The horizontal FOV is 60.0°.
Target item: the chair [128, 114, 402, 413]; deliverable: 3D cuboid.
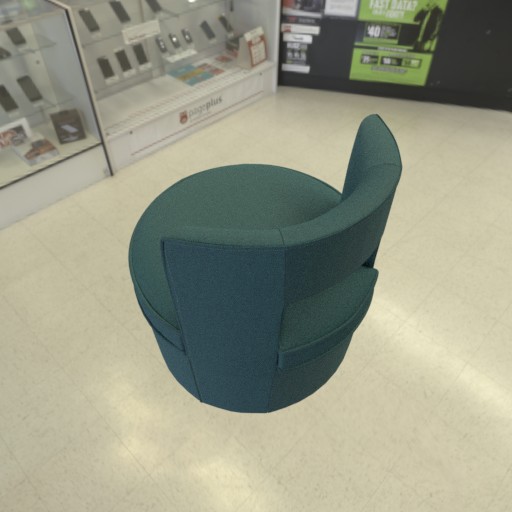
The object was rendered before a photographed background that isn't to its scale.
[{"bbox_3d":[0.000,0.000,1.237,0.684,0.711,0.660,-34,55,-28],"label":"chair"}]
